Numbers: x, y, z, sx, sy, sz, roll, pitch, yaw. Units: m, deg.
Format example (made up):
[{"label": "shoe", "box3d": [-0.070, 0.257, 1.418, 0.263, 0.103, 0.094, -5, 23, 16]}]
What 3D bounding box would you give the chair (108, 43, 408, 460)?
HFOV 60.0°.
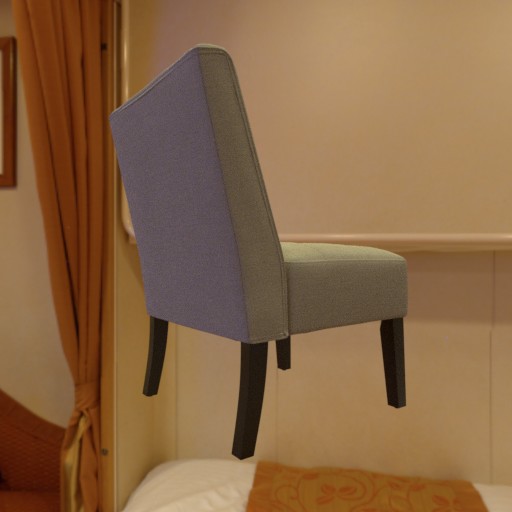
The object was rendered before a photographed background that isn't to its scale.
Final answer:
[{"label": "chair", "box3d": [0.000, 0.000, 1.267, 0.676, 0.853, 0.569, 0, 0, -36]}]
